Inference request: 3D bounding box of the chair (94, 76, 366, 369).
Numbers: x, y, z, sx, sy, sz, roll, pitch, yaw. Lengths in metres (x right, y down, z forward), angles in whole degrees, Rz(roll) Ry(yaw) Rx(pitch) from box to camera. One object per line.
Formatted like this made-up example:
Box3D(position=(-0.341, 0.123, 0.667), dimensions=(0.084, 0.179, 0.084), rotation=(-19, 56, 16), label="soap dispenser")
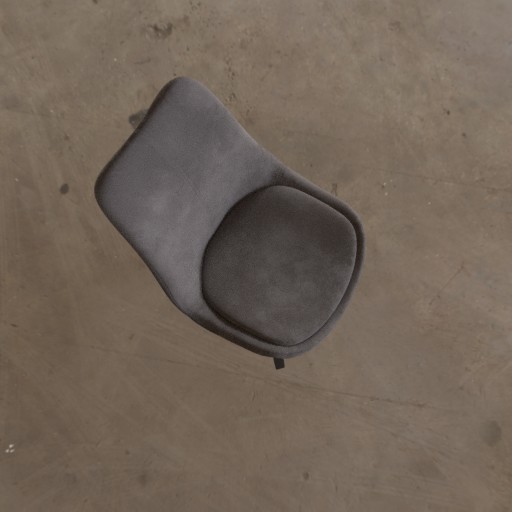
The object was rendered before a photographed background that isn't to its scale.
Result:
Box3D(position=(0.000, 0.000, 1.203), dimensions=(0.550, 0.850, 0.476), rotation=(30, 77, 8), label="chair")
